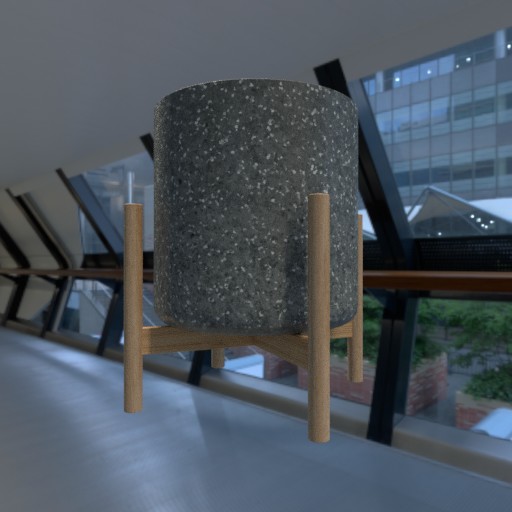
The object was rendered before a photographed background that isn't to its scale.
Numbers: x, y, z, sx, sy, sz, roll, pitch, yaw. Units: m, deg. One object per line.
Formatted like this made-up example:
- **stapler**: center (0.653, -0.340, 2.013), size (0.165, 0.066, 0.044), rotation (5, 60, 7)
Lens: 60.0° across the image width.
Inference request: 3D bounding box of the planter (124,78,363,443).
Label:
- **planter**: center (0.000, 0.000, 0.674), size (0.360, 0.419, 0.360), rotation (0, 0, -1)
